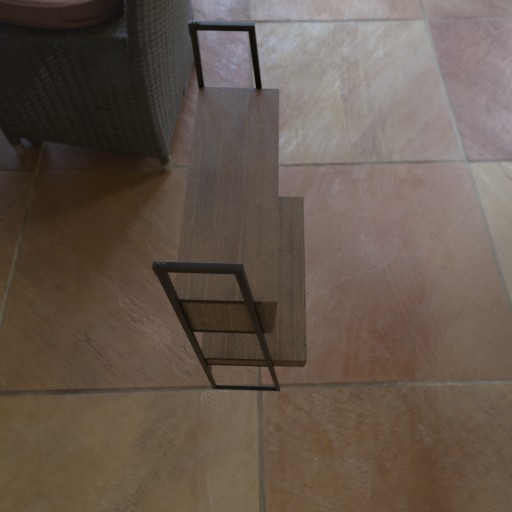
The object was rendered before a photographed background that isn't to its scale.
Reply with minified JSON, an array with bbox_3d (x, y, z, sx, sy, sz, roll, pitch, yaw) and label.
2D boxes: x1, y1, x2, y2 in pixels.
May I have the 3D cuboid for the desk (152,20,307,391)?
[{"bbox_3d":[0.000,0.000,2.177,0.515,1.809,0.982,2,64,1],"label":"desk"}]
